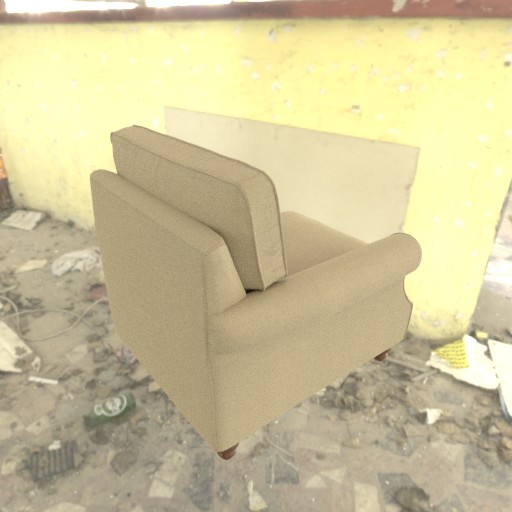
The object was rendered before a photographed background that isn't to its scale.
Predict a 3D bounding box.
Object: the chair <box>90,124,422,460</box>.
[{"bbox_3d":[0.000,0.000,1.745,0.966,0.967,1.029,-19,33,-33],"label":"chair"}]
